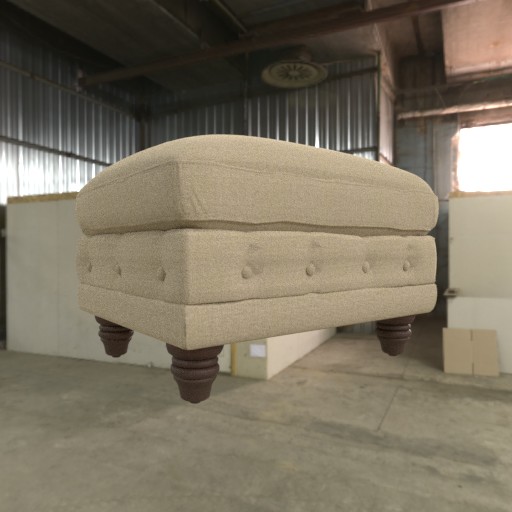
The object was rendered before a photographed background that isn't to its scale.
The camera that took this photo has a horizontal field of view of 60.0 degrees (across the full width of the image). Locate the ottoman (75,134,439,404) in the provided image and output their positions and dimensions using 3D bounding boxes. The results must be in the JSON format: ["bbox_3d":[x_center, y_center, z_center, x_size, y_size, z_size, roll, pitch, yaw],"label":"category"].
[{"bbox_3d":[0.000,0.000,1.024,0.684,0.463,0.541,-1,1,-37],"label":"ottoman"}]
